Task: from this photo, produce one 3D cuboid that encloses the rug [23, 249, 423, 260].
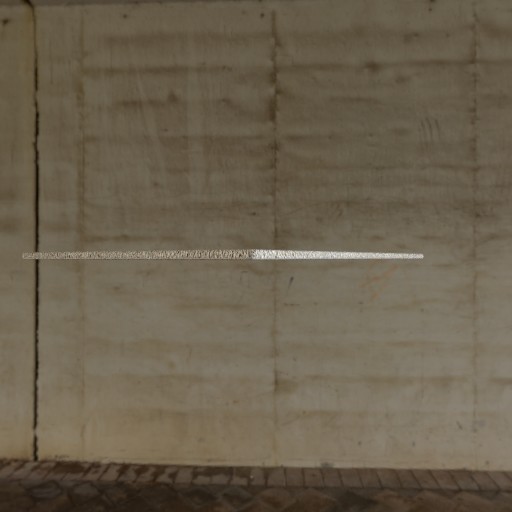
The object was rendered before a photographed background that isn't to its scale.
[{"bbox_3d":[0.000,0.000,2.281,1.219,0.030,1.778,0,0,35],"label":"rug"}]
